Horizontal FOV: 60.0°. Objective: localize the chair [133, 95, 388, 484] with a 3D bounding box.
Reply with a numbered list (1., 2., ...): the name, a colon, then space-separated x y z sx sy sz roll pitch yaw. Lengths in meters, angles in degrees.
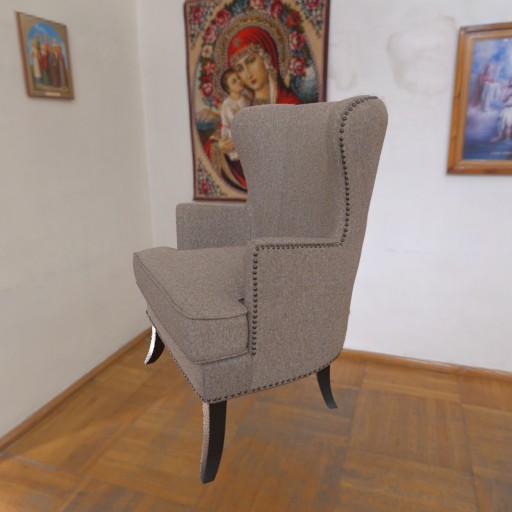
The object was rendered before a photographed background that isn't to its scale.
1. chair: 0.000 0.000 1.581 0.758 1.060 0.759 -8 18 -25
